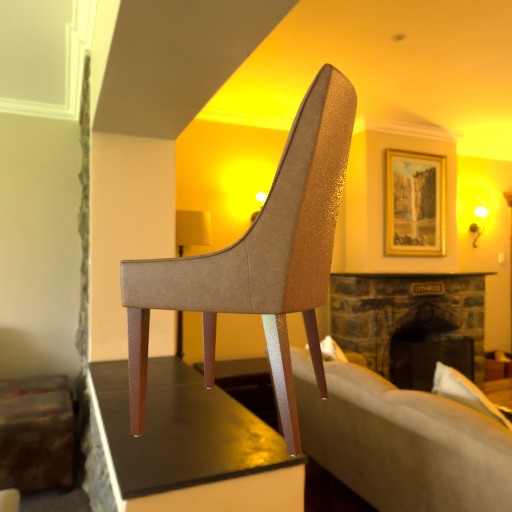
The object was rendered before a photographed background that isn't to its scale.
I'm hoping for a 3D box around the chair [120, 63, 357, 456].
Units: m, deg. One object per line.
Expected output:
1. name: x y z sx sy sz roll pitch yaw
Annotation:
1. chair: 0.000 0.000 1.209 0.544 0.861 0.529 0 -2 17
